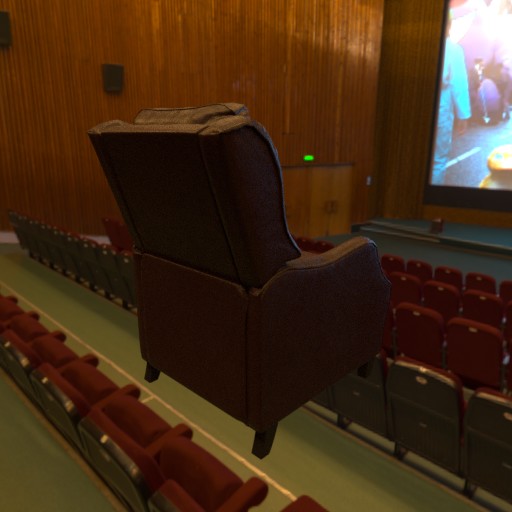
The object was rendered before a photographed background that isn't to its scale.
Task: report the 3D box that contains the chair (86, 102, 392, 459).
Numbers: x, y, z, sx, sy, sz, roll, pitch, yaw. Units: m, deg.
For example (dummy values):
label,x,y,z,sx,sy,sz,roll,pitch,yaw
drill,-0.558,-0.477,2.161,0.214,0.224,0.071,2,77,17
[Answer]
label,x,y,z,sx,sy,sz,roll,pitch,yaw
chair,0.000,0.000,1.792,0.770,1.132,0.982,15,21,42
